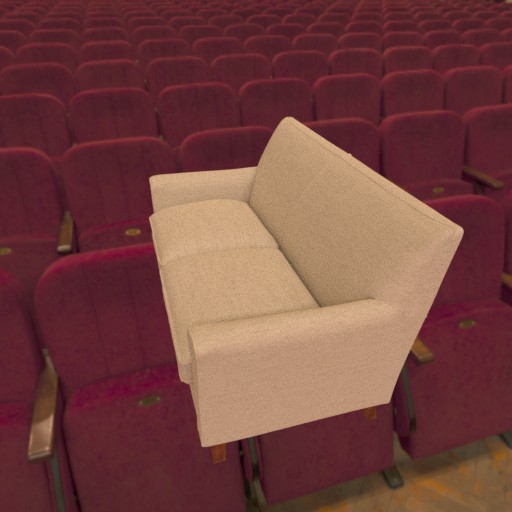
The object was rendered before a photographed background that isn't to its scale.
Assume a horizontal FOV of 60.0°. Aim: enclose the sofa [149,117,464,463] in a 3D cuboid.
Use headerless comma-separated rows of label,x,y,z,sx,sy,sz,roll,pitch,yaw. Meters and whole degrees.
sofa,0.000,0.000,2.060,0.891,0.892,1.482,-9,32,-14
